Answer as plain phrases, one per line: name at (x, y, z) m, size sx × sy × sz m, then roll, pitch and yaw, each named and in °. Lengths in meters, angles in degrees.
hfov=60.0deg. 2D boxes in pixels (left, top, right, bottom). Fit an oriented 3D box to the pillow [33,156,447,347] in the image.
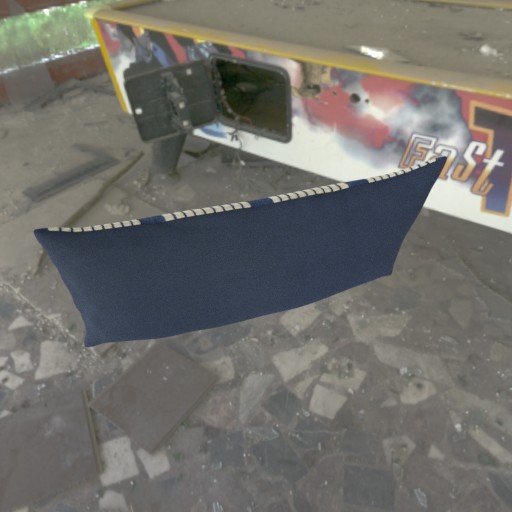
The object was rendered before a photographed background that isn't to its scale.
pillow at (0.000, 0.000, 0.733) m, size 0.608 × 0.292 × 0.156 m, roll -12°, pitch 41°, yaw -14°
